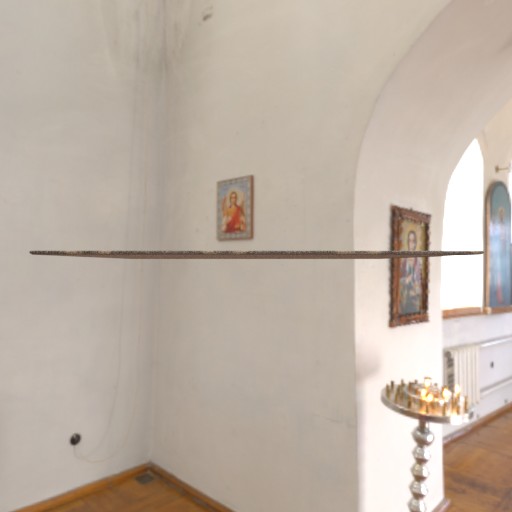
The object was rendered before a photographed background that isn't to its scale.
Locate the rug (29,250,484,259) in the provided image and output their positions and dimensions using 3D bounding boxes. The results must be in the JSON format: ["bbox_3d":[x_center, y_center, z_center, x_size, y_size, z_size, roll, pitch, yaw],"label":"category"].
[{"bbox_3d":[0.000,0.000,4.090,3.000,0.026,2.399,0,-1,-1],"label":"rug"}]
